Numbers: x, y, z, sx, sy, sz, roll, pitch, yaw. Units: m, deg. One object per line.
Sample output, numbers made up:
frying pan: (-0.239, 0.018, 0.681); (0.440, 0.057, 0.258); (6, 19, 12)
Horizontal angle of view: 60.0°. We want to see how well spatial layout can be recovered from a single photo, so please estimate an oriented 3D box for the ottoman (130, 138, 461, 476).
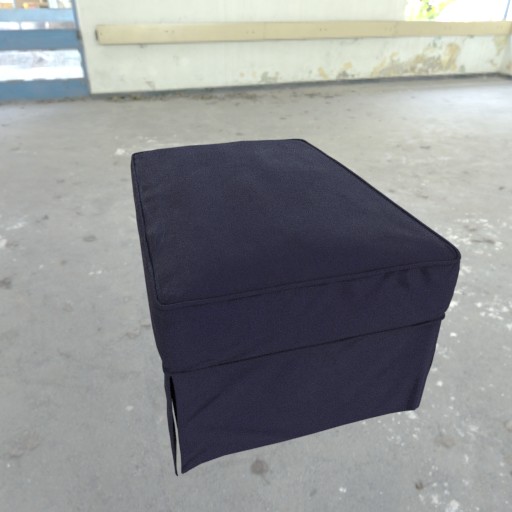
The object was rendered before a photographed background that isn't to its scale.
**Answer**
ottoman: (0.000, 0.000, 1.286); (0.637, 0.503, 0.938); (-8, 31, -14)
